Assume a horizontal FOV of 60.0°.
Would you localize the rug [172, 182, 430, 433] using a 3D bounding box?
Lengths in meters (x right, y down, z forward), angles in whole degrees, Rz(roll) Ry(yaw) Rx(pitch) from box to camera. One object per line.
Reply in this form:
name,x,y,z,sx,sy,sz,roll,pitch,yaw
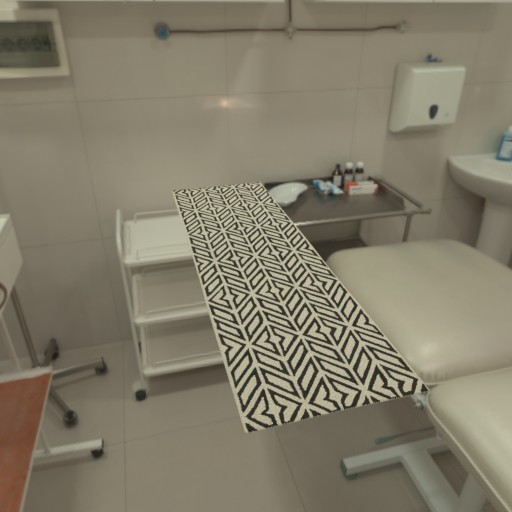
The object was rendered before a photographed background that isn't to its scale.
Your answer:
rug,0.000,0.000,2.676,0.750,0.009,2.435,-8,30,-13
